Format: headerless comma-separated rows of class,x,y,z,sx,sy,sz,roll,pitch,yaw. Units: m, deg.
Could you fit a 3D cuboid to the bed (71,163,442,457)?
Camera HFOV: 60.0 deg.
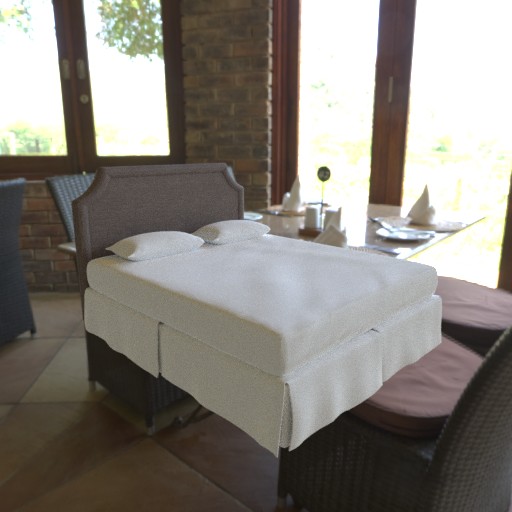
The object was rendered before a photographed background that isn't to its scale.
bed,0.000,0.000,4.129,2.773,1.590,2.350,13,19,43
